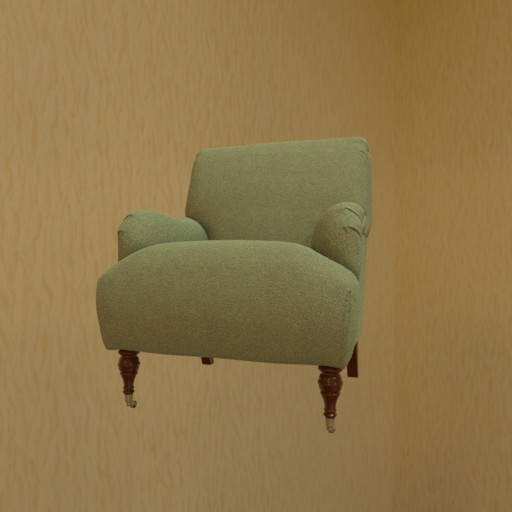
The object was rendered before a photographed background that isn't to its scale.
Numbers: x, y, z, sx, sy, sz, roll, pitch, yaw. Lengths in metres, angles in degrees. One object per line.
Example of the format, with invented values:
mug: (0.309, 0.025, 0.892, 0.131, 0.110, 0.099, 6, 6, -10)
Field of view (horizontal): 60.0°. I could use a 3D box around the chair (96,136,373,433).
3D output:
chair: (0.000, 0.000, 1.946, 0.964, 1.178, 1.060, 0, 1, 18)
